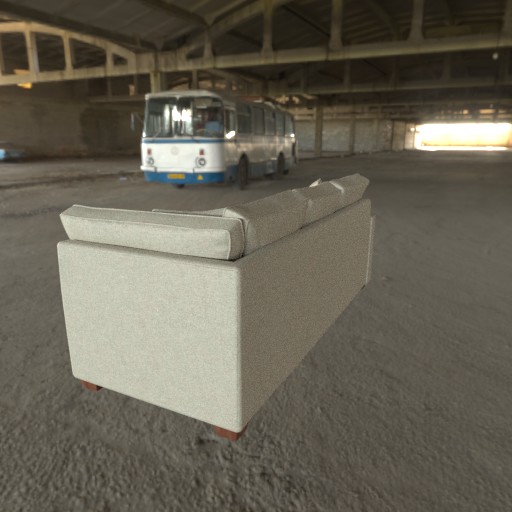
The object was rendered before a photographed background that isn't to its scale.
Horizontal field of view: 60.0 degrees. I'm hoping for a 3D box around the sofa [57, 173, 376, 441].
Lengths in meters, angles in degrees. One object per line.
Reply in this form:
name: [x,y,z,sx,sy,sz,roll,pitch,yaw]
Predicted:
sofa: [0.000,0.000,2.924,1.061,0.962,2.317,7,17,26]
